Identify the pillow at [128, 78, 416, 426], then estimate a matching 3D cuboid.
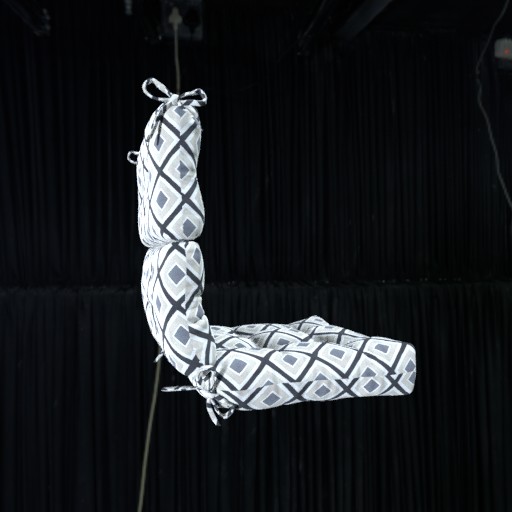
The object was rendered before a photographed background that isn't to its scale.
[{"bbox_3d":[0.000,0.000,1.056,0.571,0.605,0.519,0,-1,-18],"label":"pillow"}]
